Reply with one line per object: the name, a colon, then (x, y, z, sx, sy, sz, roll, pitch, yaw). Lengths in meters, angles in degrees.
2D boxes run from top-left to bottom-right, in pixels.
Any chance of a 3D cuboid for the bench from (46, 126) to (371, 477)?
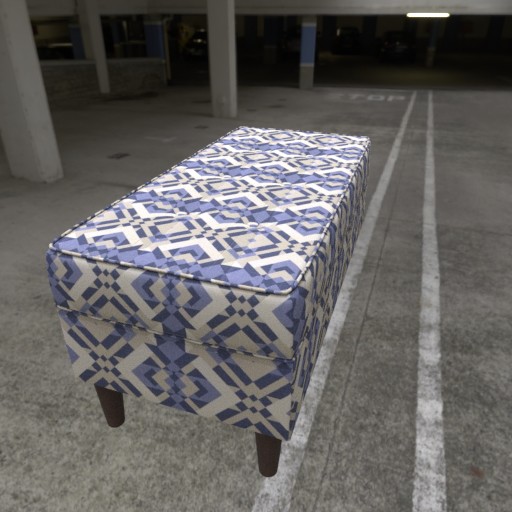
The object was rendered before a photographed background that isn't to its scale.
bench: (0.000, 0.000, 1.247, 0.492, 0.477, 1.016, 10, 31, 17)
